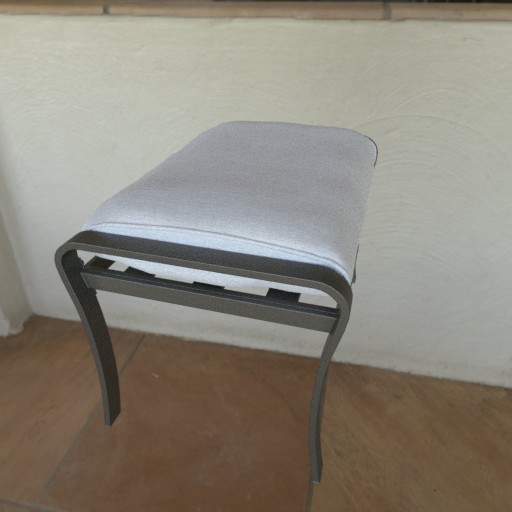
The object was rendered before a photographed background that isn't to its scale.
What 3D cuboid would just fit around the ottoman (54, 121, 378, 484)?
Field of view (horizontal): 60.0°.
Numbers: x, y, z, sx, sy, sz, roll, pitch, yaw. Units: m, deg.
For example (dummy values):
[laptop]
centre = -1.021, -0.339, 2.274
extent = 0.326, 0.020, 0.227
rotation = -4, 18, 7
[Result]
[ottoman]
centre = 0.000, 0.000, 0.885
extent = 0.406, 0.422, 0.610
rotation = 9, 32, 14
